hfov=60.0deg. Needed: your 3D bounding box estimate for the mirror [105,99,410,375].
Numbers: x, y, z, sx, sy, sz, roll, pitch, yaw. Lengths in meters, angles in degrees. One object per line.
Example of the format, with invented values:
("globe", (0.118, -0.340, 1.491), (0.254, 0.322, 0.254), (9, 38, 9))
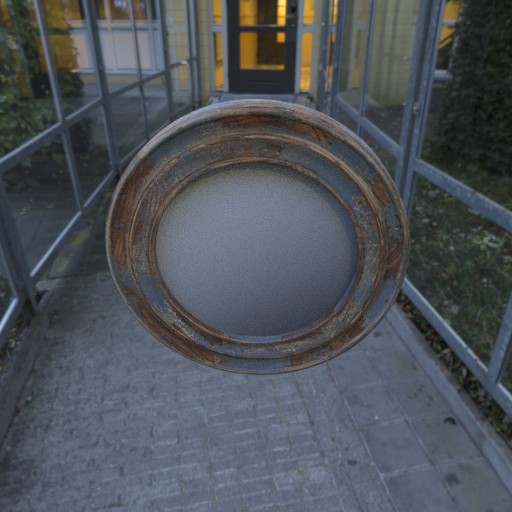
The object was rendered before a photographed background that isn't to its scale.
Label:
("mirror", (0.000, 0.000, 0.879), (0.585, 0.585, 0.061), (1, 29, 2))
